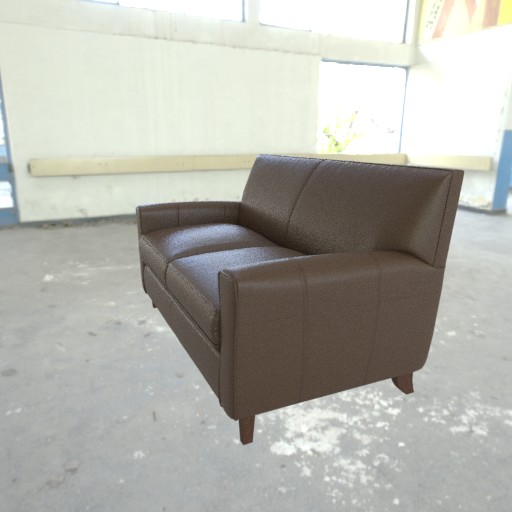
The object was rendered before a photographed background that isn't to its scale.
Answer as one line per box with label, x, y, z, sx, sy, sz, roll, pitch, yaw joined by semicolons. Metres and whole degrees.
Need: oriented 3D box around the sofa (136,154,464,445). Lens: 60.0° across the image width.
sofa;0.000;0.000;2.041;0.853;0.859;1.468;-7;17;-24
